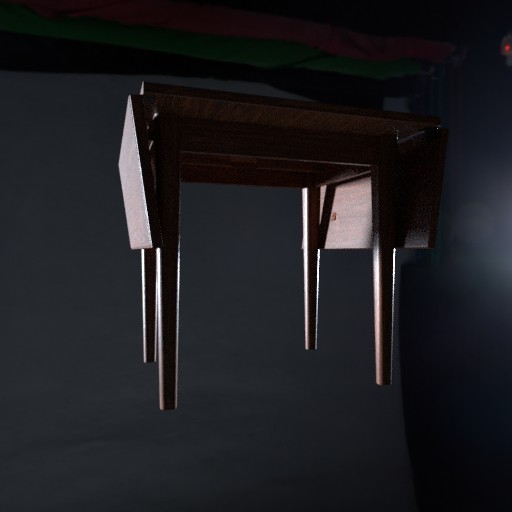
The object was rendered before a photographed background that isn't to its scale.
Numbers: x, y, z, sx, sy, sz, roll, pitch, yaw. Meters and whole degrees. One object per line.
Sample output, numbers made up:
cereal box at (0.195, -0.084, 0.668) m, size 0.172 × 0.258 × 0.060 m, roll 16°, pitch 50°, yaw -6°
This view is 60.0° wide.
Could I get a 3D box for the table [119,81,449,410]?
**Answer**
table at (0.000, 0.000, 1.462) m, size 0.843 × 0.763 × 0.812 m, roll 0°, pitch 1°, yaw -19°
